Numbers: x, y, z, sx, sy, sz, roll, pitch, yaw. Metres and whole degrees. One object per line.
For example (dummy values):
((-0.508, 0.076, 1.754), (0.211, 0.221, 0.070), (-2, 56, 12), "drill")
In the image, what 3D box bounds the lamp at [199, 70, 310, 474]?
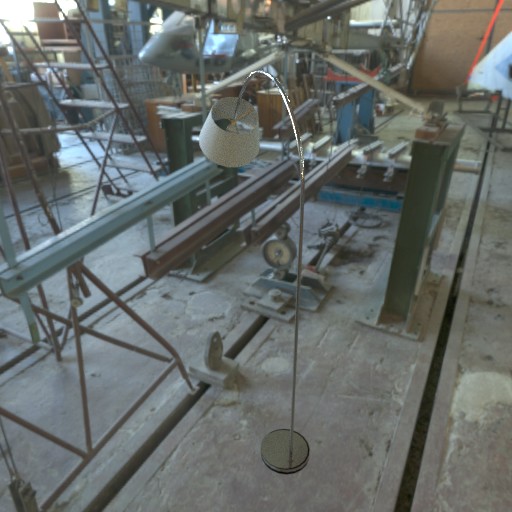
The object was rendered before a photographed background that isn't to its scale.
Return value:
((0.000, 0.000, 2.695), (0.406, 2.098, 1.445), (-8, 27, -16), "lamp")
